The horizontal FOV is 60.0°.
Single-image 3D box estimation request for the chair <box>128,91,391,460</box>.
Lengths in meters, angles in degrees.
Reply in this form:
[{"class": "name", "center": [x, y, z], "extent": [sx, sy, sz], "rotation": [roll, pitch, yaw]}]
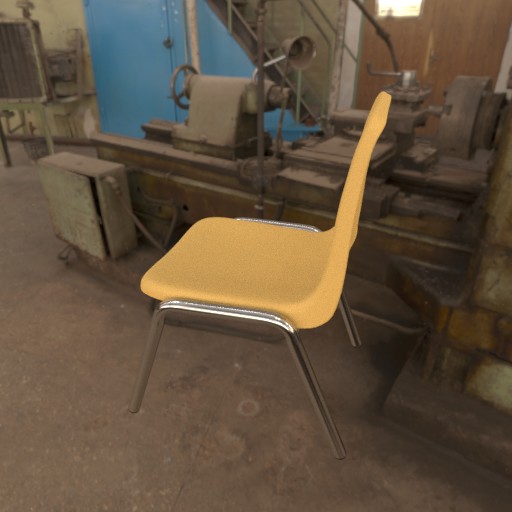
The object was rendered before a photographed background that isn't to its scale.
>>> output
[{"class": "chair", "center": [0.000, 0.000, 0.821], "extent": [0.423, 0.586, 0.354], "rotation": [8, 30, 15]}]
